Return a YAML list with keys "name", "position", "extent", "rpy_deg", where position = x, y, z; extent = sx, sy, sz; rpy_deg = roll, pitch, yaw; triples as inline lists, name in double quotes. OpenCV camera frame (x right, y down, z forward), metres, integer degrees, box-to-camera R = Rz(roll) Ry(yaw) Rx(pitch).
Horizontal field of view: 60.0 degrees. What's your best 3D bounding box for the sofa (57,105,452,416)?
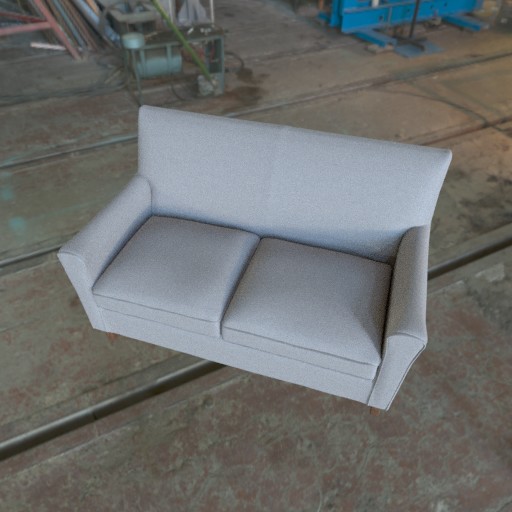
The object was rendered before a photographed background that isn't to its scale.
- name: "sofa"
  position: [0.000, 0.000, 2.045]
  extent: [1.482, 0.890, 0.888]
  rpy_deg: [12, 44, 13]
